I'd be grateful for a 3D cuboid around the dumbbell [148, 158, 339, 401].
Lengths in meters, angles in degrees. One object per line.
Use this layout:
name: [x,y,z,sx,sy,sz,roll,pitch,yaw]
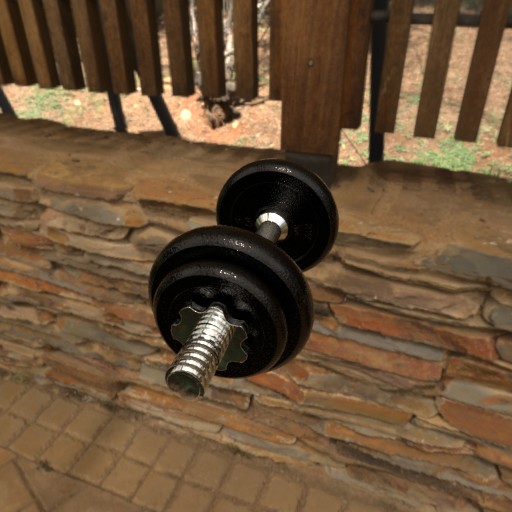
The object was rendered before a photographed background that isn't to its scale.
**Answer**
dumbbell: [0.000,0.000,0.618,0.202,0.202,0.497,8,32,14]
